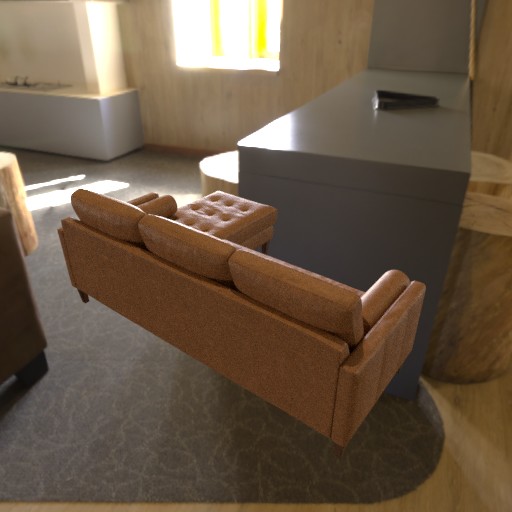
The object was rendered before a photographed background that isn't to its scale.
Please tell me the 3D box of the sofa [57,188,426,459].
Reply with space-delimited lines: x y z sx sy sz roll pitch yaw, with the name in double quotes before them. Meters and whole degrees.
"sofa" 0.000 0.000 2.941 2.178 0.876 1.506 21 36 32
